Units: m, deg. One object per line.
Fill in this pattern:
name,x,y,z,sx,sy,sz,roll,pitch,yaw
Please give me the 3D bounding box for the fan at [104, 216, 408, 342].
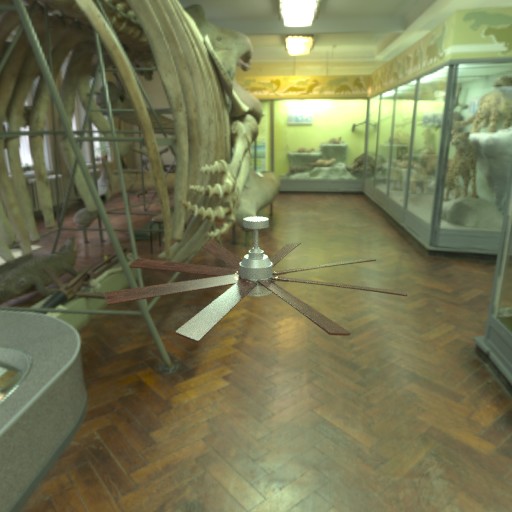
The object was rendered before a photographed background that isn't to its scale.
fan,0.000,0.000,2.779,1.830,0.472,1.830,-7,17,-24
